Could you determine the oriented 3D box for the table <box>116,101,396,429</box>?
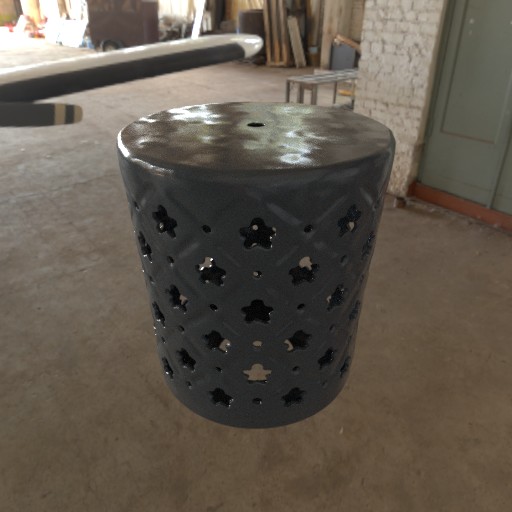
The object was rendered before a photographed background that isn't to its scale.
[{"bbox_3d":[0.000,0.000,0.663,0.352,0.387,0.352,0,30,0],"label":"table"}]
